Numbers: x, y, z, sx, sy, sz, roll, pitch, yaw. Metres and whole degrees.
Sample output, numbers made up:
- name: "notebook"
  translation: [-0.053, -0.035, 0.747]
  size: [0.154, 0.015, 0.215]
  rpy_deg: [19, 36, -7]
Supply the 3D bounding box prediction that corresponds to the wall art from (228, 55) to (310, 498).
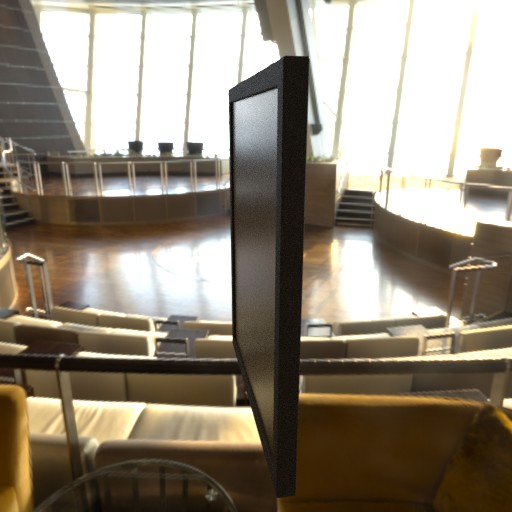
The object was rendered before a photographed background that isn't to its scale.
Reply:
- name: "wall art"
  translation: [0.000, 0.000, 0.745]
  size: [0.028, 0.558, 0.457]
  rpy_deg: [-3, 17, -10]
